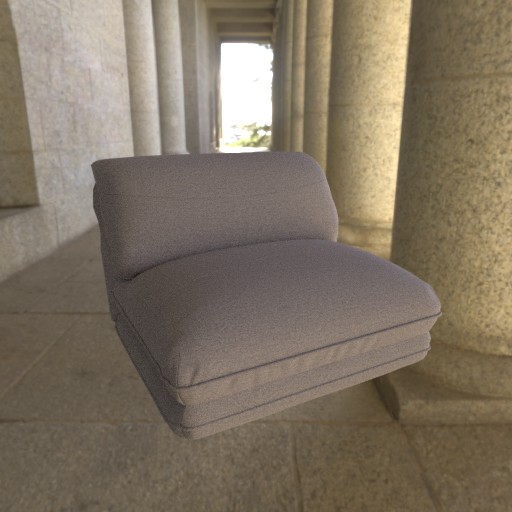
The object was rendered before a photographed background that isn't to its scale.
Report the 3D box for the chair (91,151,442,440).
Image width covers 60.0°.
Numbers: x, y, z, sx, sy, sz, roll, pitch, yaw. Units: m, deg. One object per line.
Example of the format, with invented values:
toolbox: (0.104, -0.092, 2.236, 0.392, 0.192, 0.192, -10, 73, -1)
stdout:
chair: (0.000, 0.000, 1.347, 0.820, 0.580, 0.780, -9, 19, -27)
